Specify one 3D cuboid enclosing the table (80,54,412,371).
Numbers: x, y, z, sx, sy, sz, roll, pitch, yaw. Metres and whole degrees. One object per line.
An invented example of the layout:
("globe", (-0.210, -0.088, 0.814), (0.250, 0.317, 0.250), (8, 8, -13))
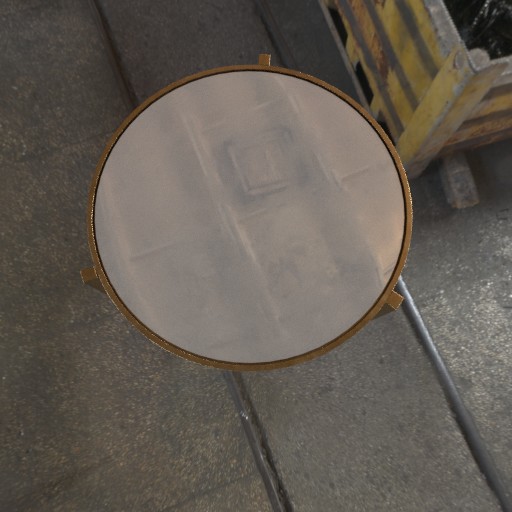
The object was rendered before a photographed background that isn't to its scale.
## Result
("table", (0.000, 0.000, 0.446), (0.243, 0.269, 0.231), (34, 78, 8))
